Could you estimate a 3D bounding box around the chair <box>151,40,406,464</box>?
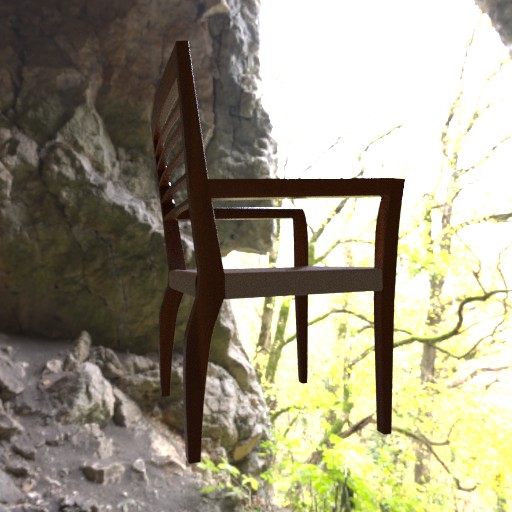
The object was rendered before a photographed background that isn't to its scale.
[{"bbox_3d":[0.000,0.000,1.219,0.540,0.855,0.587,0,-1,-18],"label":"chair"}]
